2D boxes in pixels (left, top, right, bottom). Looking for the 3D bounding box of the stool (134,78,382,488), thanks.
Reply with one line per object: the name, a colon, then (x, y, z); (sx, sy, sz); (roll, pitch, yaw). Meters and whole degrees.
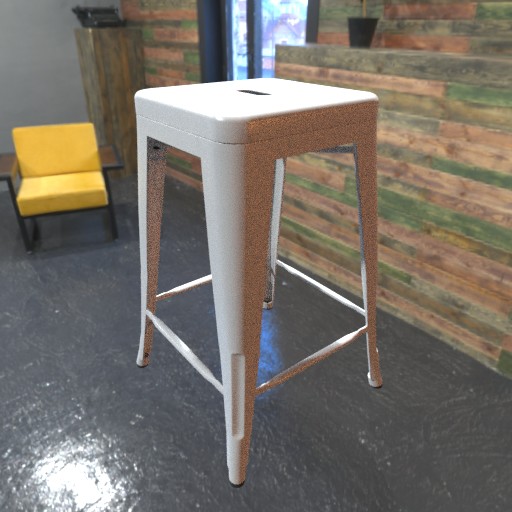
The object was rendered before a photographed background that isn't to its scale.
stool: (0.000, 0.000, 0.868); (0.406, 0.610, 0.406); (-20, 34, -33)
